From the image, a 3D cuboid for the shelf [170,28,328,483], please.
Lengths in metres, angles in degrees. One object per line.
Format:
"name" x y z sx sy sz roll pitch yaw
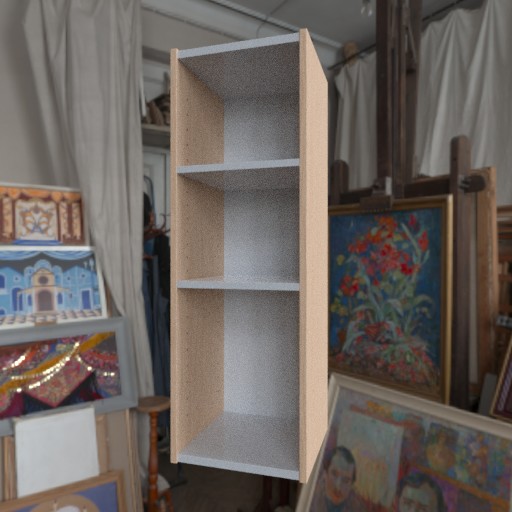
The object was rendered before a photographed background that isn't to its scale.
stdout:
"shelf" 0.000 0.000 1.058 0.300 0.900 0.290 0 0 17
